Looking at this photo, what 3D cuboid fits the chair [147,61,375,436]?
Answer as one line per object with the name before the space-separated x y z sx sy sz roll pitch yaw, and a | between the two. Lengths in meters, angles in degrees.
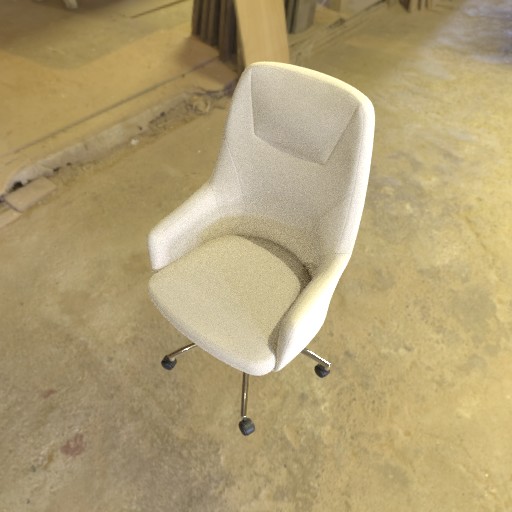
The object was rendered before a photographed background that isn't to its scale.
chair | 0.000 0.000 1.461 0.620 1.049 0.640 31 53 27
